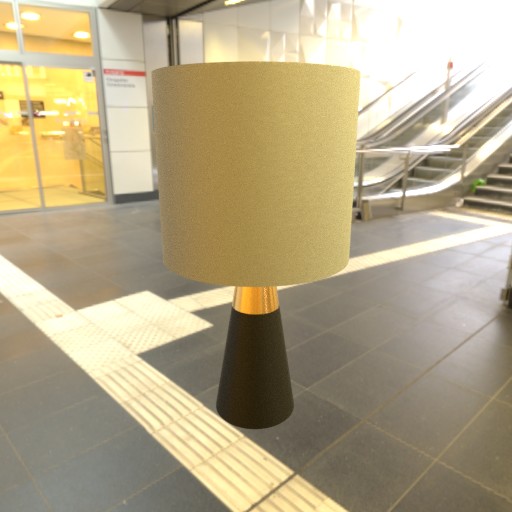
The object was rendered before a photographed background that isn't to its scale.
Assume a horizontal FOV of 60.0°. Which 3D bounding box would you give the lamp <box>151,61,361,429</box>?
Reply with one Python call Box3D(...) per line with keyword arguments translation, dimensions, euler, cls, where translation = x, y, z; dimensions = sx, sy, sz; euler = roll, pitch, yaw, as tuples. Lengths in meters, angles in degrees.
Box3D(translation=(0.000, 0.000, 0.748), dimensions=(0.308, 0.580, 0.308), euler=(8, 19, 26), cls="lamp")
